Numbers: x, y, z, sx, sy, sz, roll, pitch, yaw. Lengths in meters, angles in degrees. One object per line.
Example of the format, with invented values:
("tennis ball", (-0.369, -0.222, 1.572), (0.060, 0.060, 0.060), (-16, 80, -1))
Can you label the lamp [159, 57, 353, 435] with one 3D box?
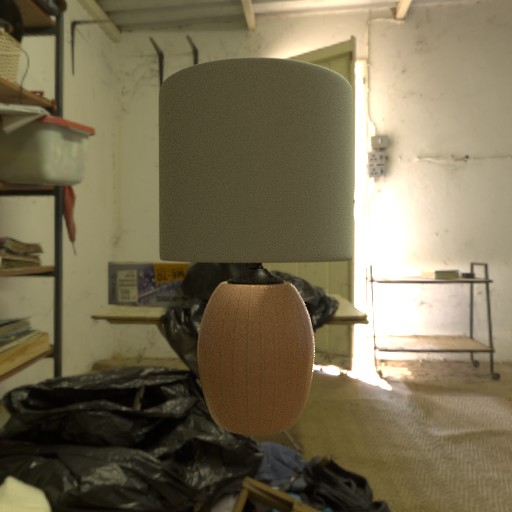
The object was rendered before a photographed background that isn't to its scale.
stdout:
("lamp", (0.000, 0.000, 0.771), (0.329, 0.570, 0.329), (0, 1, 0))
